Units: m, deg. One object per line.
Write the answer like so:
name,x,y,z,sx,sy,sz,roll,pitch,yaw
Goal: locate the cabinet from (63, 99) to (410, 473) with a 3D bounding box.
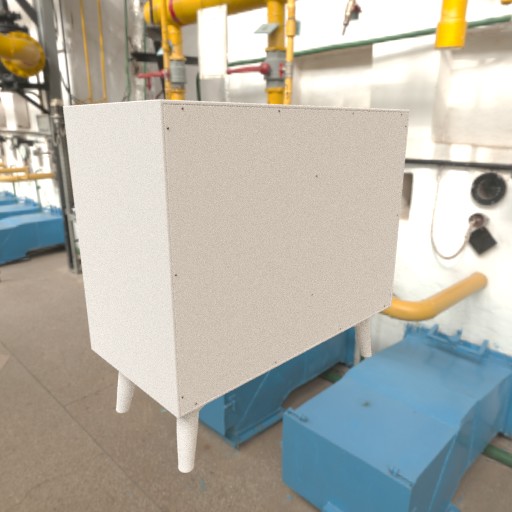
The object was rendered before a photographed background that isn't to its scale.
cabinet,0.000,0.000,1.204,0.800,0.761,0.398,-15,22,-42
